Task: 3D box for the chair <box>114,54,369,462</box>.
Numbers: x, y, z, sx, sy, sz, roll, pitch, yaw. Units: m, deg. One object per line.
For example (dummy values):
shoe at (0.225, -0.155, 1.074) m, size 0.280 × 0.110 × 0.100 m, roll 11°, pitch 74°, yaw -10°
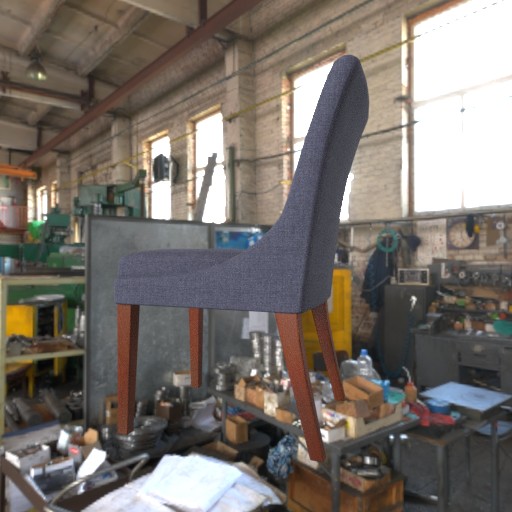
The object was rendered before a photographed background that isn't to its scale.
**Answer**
chair at (0.000, 0.000, 1.325) m, size 0.655 × 0.952 × 0.508 m, roll 0°, pitch -1°, yaw 17°
